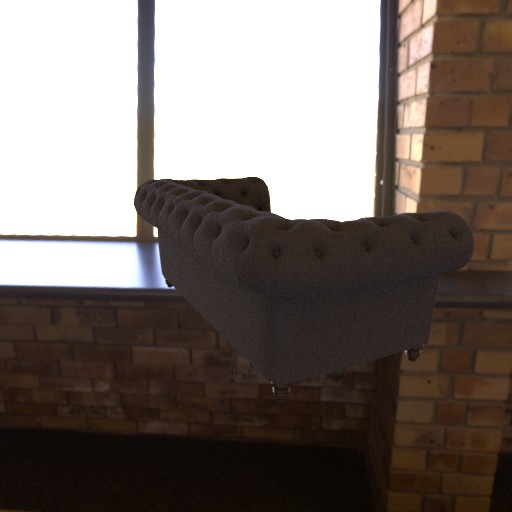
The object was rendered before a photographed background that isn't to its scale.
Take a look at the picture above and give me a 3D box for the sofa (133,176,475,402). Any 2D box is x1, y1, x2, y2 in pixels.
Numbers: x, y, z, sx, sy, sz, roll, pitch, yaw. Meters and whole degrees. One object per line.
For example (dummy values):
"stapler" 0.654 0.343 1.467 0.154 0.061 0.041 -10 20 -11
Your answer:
"sofa" 0.000 0.000 2.470 0.986 0.764 1.998 -8 17 -26
